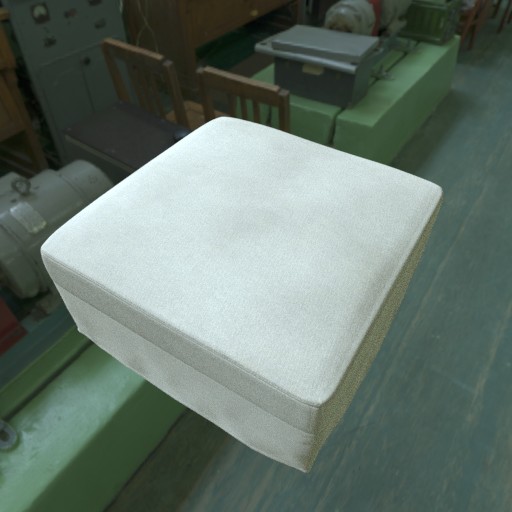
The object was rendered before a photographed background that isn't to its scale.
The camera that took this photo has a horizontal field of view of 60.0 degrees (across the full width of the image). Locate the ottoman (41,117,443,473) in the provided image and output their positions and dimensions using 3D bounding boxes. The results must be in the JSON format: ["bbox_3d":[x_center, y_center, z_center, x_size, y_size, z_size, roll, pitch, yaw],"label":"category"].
[{"bbox_3d":[0.000,0.000,1.333,0.842,0.441,0.843,24,51,22],"label":"ottoman"}]
